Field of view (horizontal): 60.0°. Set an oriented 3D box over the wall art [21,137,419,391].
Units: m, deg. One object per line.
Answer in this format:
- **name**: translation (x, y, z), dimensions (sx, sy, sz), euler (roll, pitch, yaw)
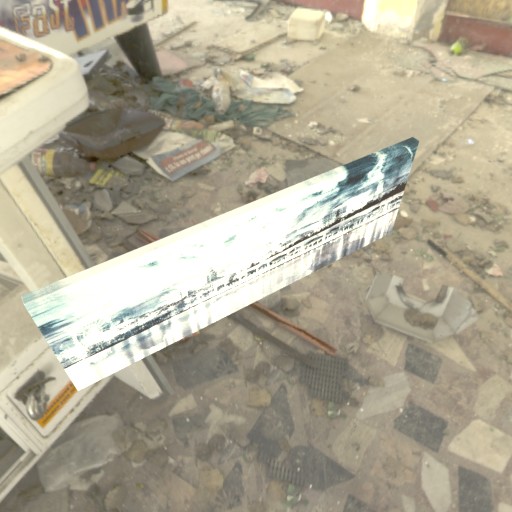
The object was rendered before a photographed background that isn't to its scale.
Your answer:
- **wall art**: translation (0.000, 0.000, 1.685), dimensions (1.524, 0.509, 0.037), euler (-25, 51, -22)
